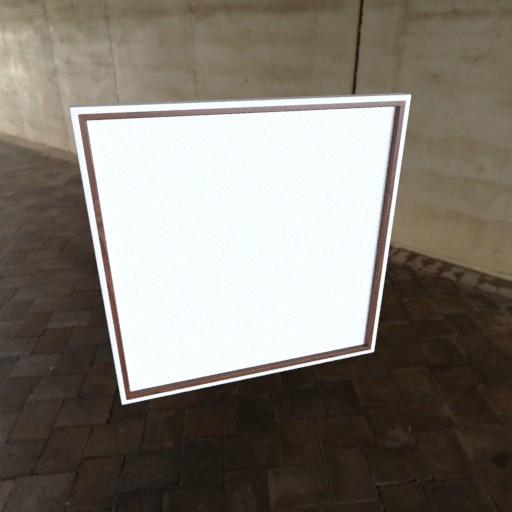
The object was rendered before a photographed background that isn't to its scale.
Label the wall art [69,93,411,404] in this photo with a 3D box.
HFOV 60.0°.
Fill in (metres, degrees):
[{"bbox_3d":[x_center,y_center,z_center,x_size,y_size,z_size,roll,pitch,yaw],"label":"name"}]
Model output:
[{"bbox_3d":[0.000,0.000,1.503,1.009,1.009,0.049,-8,27,-15],"label":"wall art"}]
